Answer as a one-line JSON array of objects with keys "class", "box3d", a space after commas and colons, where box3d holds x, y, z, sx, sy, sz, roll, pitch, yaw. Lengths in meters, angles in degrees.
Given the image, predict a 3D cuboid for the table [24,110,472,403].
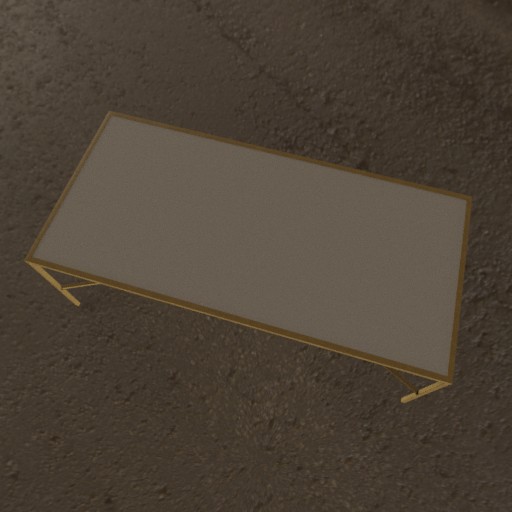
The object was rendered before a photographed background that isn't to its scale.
[{"class": "table", "box3d": [0.000, 0.000, 1.488, 1.206, 0.398, 0.580, 15, 66, 7]}]
